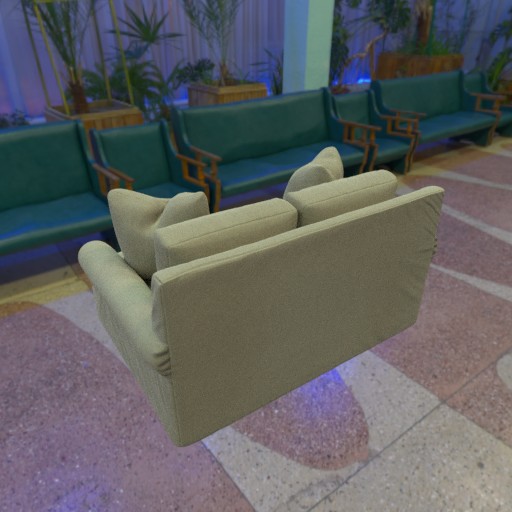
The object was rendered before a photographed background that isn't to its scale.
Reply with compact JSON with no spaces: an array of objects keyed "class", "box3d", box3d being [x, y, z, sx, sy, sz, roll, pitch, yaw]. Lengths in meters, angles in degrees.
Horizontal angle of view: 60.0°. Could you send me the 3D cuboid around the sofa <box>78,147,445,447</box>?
[{"class":"sofa","box3d":[0.000,0.000,2.246,1.550,0.905,1.070,-18,34,-30]}]
